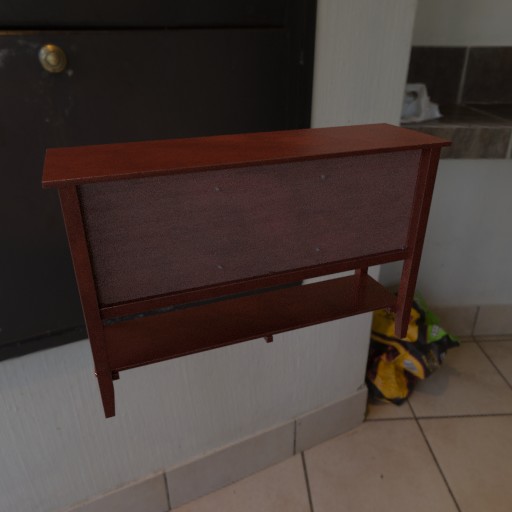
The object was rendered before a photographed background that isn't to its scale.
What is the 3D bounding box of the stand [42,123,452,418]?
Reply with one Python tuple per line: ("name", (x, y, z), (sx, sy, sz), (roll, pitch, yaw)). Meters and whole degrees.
("stand", (0.000, 0.000, 1.745), (1.362, 0.872, 0.410), (-10, 28, -19))
